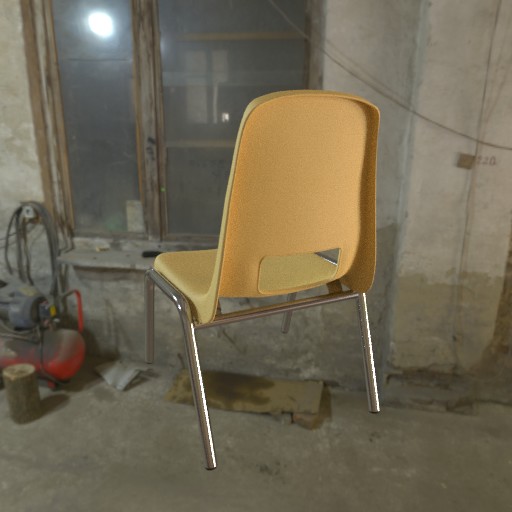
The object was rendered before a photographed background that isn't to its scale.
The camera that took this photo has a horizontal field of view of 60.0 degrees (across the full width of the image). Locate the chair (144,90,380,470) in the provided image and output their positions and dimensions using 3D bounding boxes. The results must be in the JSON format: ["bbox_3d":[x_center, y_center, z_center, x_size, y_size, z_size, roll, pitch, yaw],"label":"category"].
[{"bbox_3d":[0.000,0.000,0.796,0.354,0.536,0.385,-8,18,-25],"label":"chair"}]
